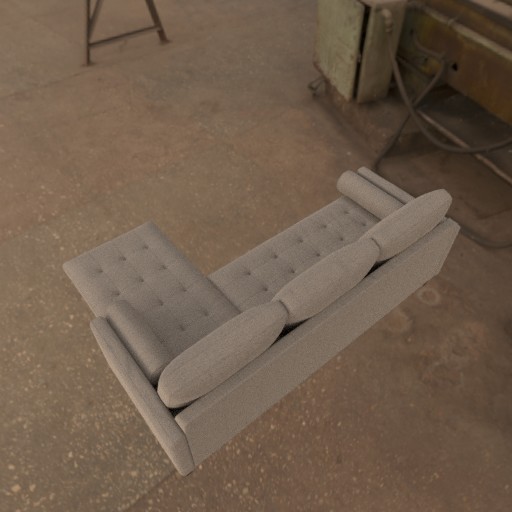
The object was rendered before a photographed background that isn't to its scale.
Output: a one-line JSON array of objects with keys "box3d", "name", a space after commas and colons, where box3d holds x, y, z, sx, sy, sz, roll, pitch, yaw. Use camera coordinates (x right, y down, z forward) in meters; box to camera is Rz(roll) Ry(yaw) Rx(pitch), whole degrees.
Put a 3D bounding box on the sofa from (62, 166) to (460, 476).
[{"box3d": [0.000, 0.000, 2.881, 2.178, 0.875, 1.506, -31, 55, -25], "name": "sofa"}]
